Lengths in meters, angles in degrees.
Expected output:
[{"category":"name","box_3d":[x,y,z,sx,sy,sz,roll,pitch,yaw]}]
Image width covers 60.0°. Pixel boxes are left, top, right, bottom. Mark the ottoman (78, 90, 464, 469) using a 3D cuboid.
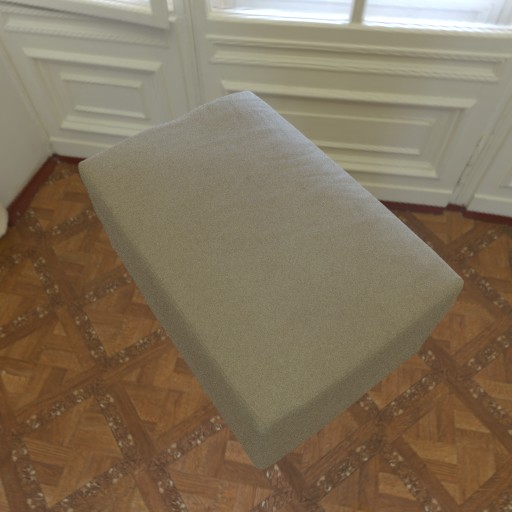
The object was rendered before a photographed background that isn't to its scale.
[{"category":"ottoman","box_3d":[0.000,0.000,1.210,0.590,0.444,0.872,-31,61,-19]}]
